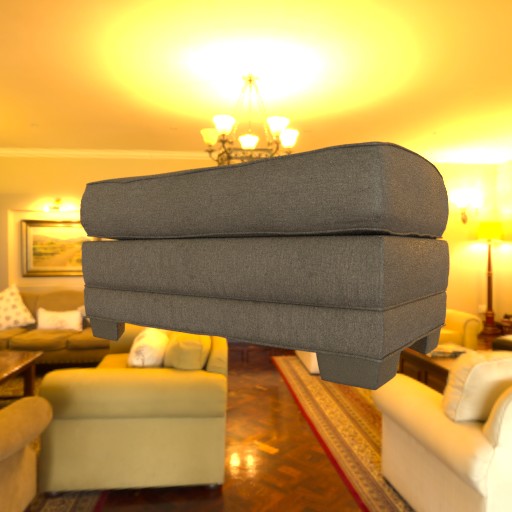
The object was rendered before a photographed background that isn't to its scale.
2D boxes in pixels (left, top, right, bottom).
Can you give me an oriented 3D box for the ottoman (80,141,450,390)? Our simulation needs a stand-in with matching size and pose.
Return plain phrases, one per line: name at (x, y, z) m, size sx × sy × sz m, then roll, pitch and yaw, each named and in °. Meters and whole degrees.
ottoman at (0.000, 0.000, 1.148) m, size 0.864 × 0.448 × 0.490 m, roll 1°, pitch 1°, yaw 36°
